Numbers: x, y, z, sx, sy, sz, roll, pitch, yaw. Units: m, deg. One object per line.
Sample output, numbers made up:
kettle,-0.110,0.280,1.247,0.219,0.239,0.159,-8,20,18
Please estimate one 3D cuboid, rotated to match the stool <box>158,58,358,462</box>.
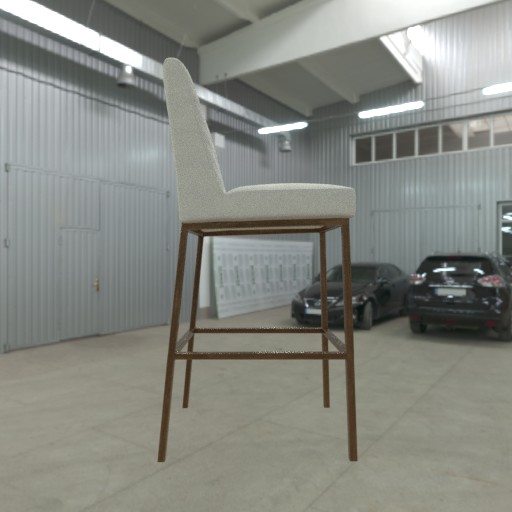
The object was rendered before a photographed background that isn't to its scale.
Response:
stool,0.000,0.000,1.385,0.546,1.084,0.462,0,0,-1
